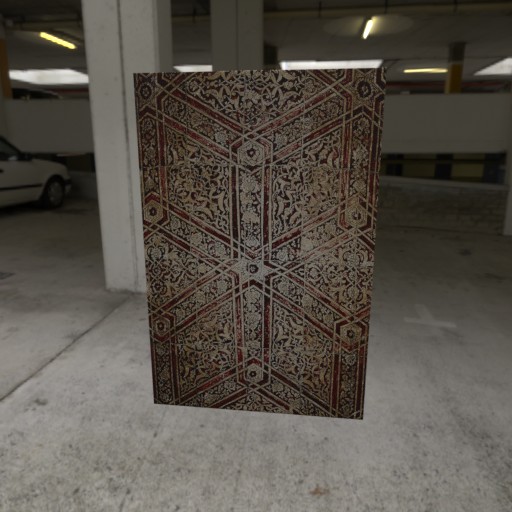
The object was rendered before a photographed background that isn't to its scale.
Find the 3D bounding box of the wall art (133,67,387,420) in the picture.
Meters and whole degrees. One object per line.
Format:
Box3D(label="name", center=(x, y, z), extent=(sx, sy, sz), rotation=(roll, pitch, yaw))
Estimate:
Box3D(label="wall art", center=(0.000, 0.000, 1.163), extent=(0.599, 0.904, 0.030), rotation=(2, 14, 7))
